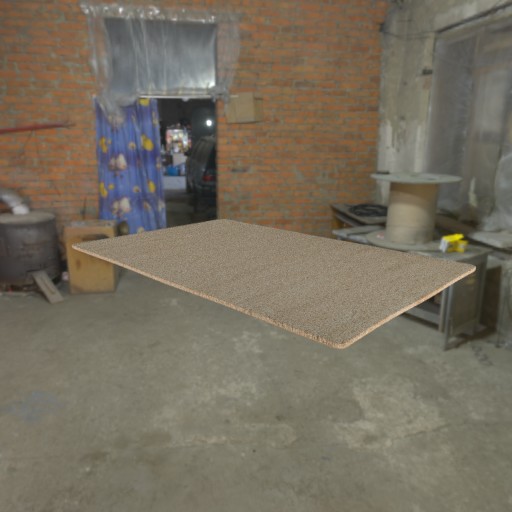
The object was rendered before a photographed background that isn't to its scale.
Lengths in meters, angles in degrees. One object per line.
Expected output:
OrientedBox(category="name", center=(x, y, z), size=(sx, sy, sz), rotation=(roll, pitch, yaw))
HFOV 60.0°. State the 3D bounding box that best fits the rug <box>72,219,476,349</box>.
OrientedBox(category="rug", center=(0.000, 0.000, 2.988), size=(2.349, 0.026, 1.500), rotation=(14, 20, 42))
